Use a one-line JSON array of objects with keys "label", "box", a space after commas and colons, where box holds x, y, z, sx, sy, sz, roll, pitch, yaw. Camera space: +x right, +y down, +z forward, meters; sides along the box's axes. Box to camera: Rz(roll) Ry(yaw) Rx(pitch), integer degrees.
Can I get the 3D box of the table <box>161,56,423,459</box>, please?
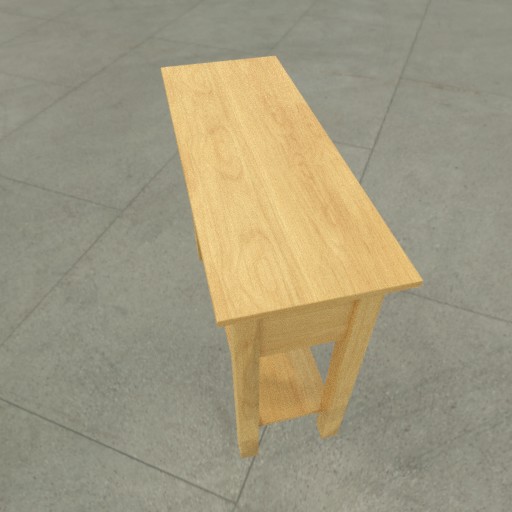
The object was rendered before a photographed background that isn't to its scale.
[{"label": "table", "box": [0.000, 0.000, 1.255, 0.340, 0.728, 0.900, -10, 48, -9]}]
